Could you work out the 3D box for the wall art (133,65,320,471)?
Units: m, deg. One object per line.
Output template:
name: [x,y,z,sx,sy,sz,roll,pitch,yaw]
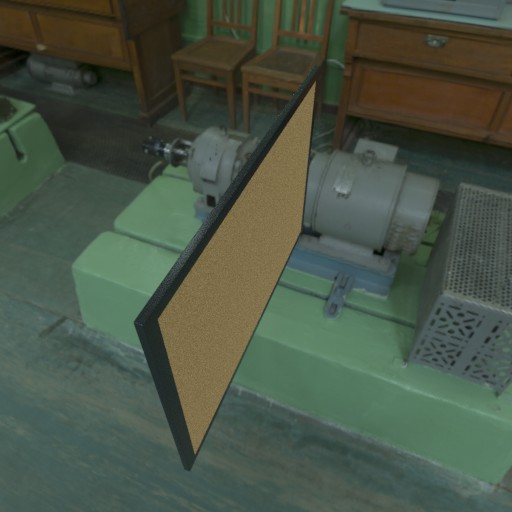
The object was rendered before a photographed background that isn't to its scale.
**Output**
wall art: [0.000,0.000,1.025,0.015,0.552,0.819,16,49,15]
